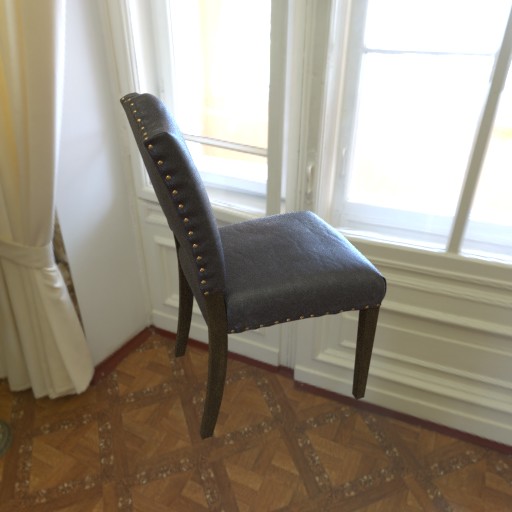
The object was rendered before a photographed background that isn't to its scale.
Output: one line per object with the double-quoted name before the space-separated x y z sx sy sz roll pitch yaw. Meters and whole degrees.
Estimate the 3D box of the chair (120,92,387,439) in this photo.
"chair" 0.000 0.000 1.364 0.633 0.991 0.500 -11 33 -18
